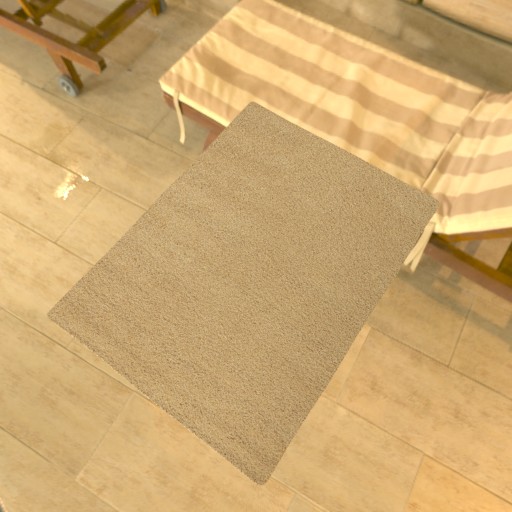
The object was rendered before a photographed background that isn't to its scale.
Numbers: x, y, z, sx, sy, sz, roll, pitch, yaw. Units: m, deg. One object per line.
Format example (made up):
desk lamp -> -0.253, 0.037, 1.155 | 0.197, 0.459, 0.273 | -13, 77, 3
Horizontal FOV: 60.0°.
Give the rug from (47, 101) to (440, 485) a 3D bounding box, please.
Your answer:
rug -> 0.000, 0.000, 2.142 | 1.199, 0.025, 1.600 | 33, 68, 15
